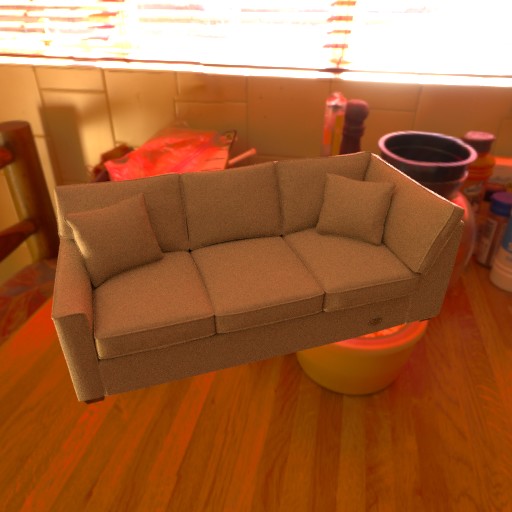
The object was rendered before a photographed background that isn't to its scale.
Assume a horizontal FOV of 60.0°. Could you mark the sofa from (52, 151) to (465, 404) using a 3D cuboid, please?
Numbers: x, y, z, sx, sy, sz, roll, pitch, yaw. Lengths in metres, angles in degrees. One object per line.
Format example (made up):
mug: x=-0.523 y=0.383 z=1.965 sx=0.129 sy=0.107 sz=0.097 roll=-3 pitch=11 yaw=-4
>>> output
sofa: x=0.000 y=0.000 z=2.830 sx=2.317 sy=0.962 sz=1.061 roll=-10 pitch=33 yaw=-15
